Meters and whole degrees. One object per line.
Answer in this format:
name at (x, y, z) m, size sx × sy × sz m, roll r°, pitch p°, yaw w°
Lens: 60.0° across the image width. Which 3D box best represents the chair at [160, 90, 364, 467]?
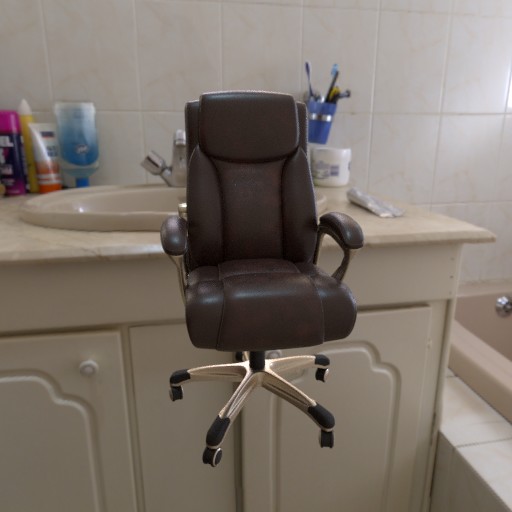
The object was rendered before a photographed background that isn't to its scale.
chair at (0.000, 0.000, 1.624) m, size 0.692 × 1.194 × 0.749 m, roll -2°, pitch 16°, yaw -8°
